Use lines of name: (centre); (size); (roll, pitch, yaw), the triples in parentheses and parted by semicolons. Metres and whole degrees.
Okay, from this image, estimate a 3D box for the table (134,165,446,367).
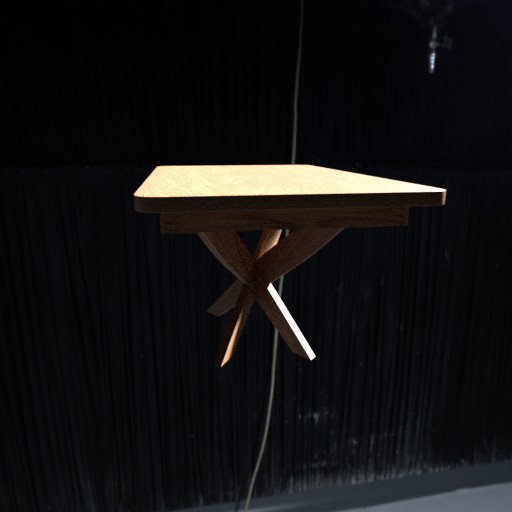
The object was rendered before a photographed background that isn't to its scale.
table: (0.000, 0.000, 2.121); (0.950, 0.770, 1.600); (-2, 15, -9)
